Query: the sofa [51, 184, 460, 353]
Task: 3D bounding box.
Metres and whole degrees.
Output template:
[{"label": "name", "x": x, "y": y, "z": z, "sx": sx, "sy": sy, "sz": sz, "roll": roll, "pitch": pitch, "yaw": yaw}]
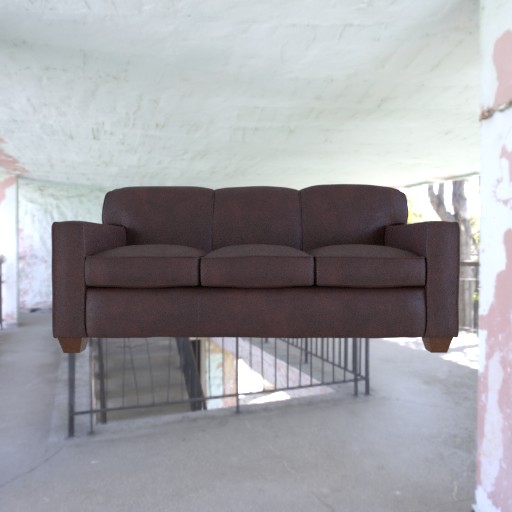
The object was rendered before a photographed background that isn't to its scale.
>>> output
[{"label": "sofa", "x": 0.000, "y": 0.000, "z": 2.623, "sx": 2.039, "sy": 0.953, "sz": 1.008, "roll": 0, "pitch": 1, "yaw": 0}]
